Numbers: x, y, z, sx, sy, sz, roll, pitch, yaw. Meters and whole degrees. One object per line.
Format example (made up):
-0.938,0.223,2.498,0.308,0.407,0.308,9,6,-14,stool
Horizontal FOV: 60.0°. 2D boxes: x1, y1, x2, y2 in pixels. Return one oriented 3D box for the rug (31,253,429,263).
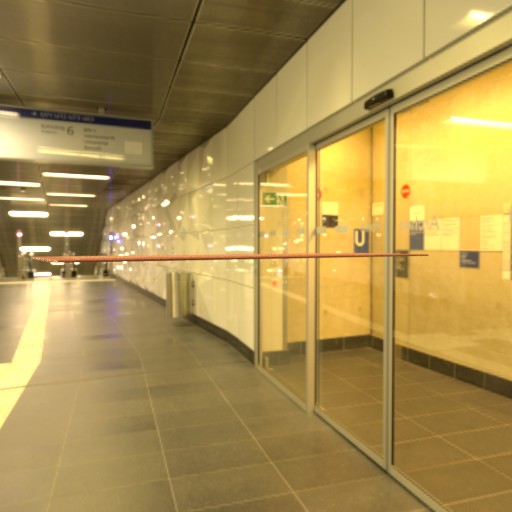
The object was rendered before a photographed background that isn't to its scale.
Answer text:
0.000,0.000,2.753,2.471,0.013,0.914,-1,2,-37,rug
